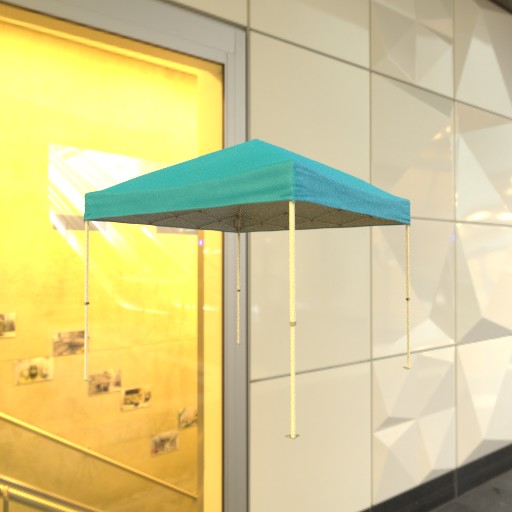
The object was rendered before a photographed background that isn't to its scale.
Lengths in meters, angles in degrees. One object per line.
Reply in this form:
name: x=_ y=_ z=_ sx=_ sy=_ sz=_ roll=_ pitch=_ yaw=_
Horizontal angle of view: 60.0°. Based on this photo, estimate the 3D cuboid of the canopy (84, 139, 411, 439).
canopy: x=0.000 y=0.000 z=5.650 sx=2.996 sy=2.997 sz=2.998 roll=-1 pitch=-1 yaw=37
